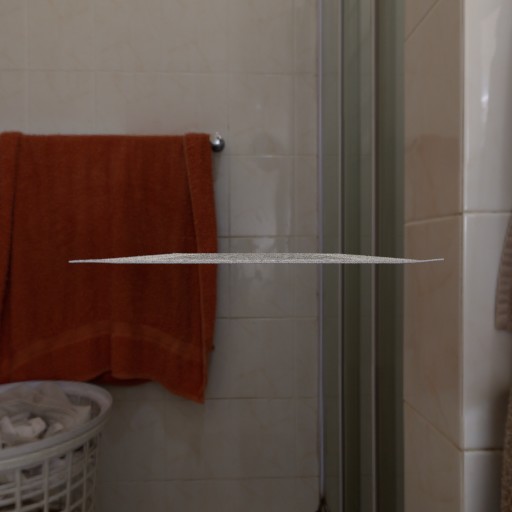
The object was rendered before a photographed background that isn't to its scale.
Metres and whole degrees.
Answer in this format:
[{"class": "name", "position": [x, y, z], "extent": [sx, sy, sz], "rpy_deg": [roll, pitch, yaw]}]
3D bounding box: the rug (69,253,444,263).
[{"class": "rug", "position": [0.000, 0.000, 2.329], "extent": [1.209, 0.019, 1.828], "rpy_deg": [0, 1, 0]}]
